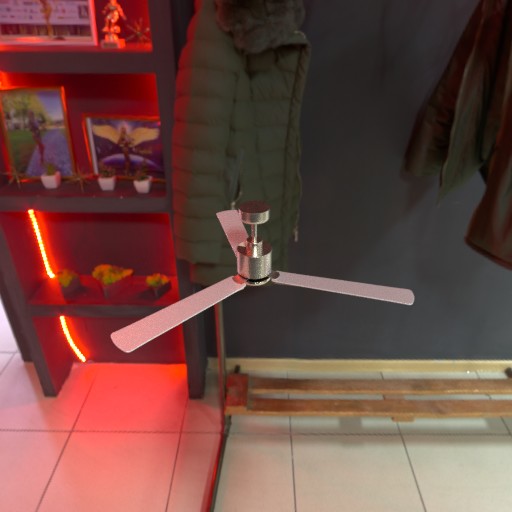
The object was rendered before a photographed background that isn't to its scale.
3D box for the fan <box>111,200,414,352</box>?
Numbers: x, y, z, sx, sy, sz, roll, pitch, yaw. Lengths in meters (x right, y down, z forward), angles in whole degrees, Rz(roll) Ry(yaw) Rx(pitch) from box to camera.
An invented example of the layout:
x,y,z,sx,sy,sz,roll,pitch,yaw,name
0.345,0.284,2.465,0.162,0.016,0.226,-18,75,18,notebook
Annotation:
x,y,z,sx,sy,sz,roll,pitch,yaw,name
0.000,0.000,2.381,1.561,0.446,1.531,18,35,28,fan
